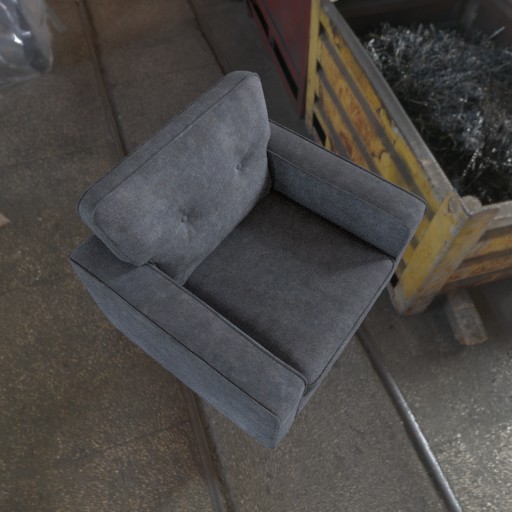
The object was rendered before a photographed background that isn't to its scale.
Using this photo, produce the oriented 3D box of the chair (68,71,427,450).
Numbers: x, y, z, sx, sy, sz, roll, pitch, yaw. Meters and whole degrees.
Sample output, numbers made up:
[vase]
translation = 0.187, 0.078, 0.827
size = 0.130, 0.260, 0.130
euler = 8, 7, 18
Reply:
[chair]
translation = 0.000, 0.000, 1.751
size = 0.939, 0.965, 1.015
euler = 33, 64, 18
